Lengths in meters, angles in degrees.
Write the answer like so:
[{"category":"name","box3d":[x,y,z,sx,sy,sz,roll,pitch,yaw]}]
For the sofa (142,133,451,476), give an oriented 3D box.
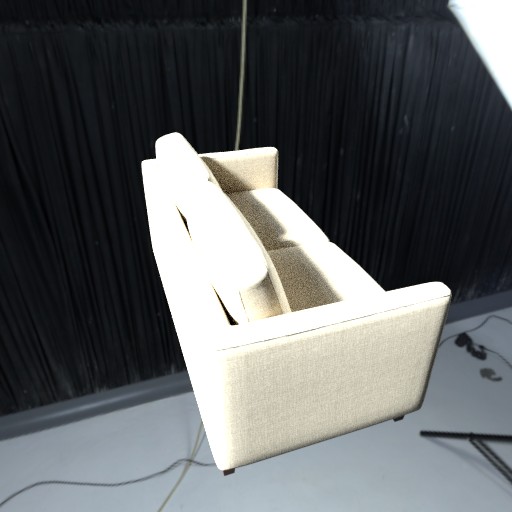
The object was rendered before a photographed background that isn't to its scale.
[{"category":"sofa","box3d":[0.000,0.000,2.378,0.950,0.963,1.884,-10,32,-16]}]
